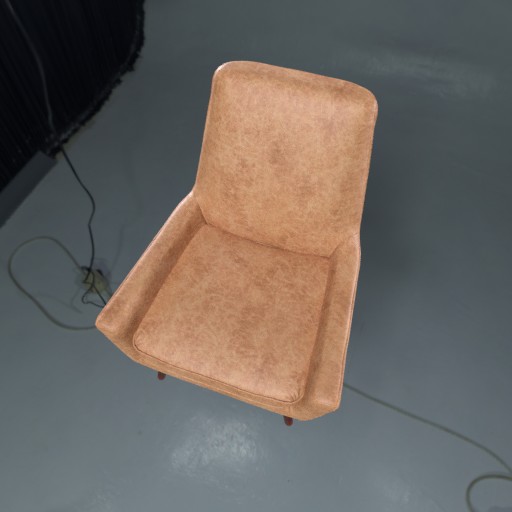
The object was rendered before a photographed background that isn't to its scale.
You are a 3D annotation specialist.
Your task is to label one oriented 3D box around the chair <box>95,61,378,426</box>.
[{"bbox_3d":[0.000,0.000,1.487,0.753,0.883,0.851,16,59,10],"label":"chair"}]
